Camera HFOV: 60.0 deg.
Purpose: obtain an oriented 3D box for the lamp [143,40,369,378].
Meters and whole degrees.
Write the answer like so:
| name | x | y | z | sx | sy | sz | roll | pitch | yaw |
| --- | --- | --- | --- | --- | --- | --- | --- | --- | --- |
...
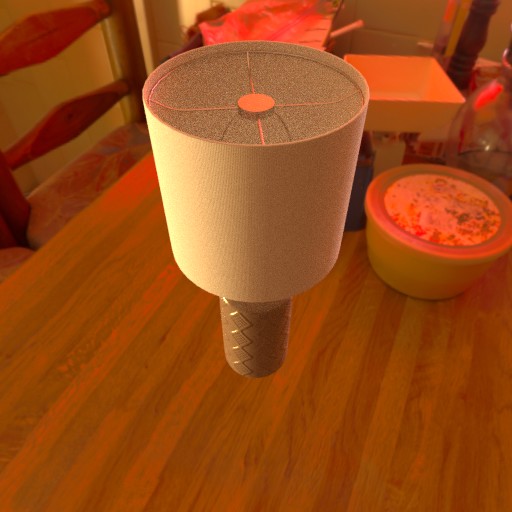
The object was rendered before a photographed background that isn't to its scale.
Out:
| name | x | y | z | sx | sy | sz | roll | pitch | yaw |
| --- | --- | --- | --- | --- | --- | --- | --- | --- | --- |
| lamp | 0.000 | 0.000 | 0.576 | 0.207 | 0.461 | 0.207 | -4 | 47 | -4 |
